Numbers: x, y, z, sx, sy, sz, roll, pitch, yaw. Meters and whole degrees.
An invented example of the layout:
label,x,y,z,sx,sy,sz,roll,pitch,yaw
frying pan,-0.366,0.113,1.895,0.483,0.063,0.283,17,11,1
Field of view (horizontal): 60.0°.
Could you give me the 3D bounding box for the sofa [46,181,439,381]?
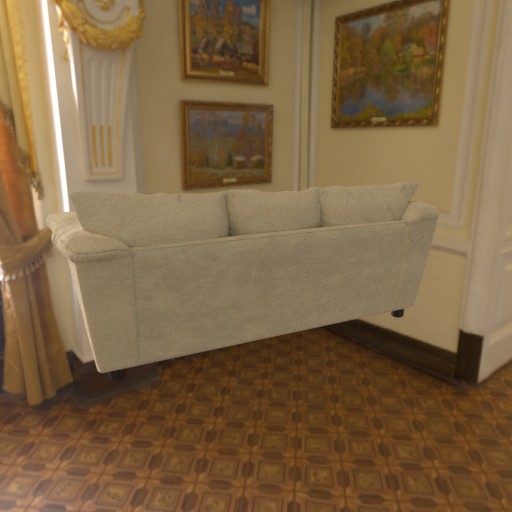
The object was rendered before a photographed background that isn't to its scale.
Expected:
label,x,y,z,sx,sy,sz,roll,pitch,yaw
sofa,0.000,0.000,2.845,2.377,0.981,0.893,-7,16,-25
